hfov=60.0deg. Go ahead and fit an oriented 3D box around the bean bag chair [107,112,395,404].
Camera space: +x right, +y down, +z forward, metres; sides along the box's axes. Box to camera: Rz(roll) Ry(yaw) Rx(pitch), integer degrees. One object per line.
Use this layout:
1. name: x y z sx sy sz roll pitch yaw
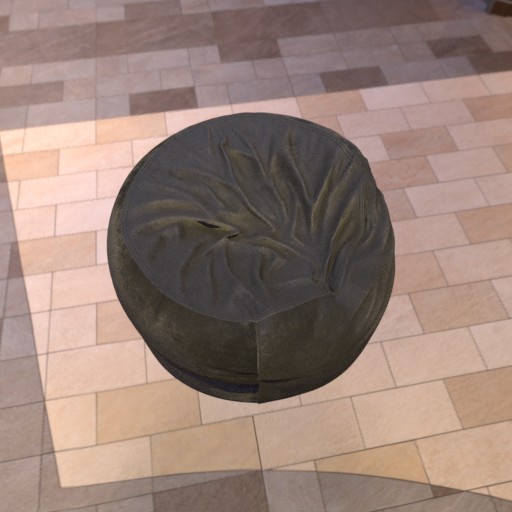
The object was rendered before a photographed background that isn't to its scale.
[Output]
1. bean bag chair: 0.000 0.000 1.508 0.918 0.605 0.918 0 59 0
